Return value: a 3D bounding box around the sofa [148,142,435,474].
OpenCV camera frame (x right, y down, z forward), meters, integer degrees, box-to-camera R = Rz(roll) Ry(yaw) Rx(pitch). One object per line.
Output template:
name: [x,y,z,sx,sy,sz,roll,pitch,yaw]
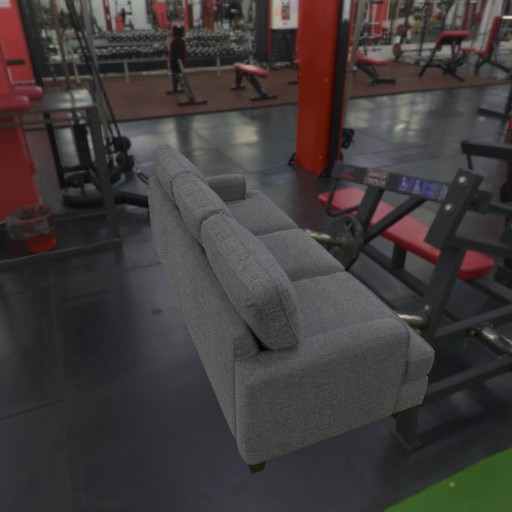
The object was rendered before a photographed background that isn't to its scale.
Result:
sofa: [0.000,0.000,2.694,0.951,0.965,2.158,-11,32,-19]
